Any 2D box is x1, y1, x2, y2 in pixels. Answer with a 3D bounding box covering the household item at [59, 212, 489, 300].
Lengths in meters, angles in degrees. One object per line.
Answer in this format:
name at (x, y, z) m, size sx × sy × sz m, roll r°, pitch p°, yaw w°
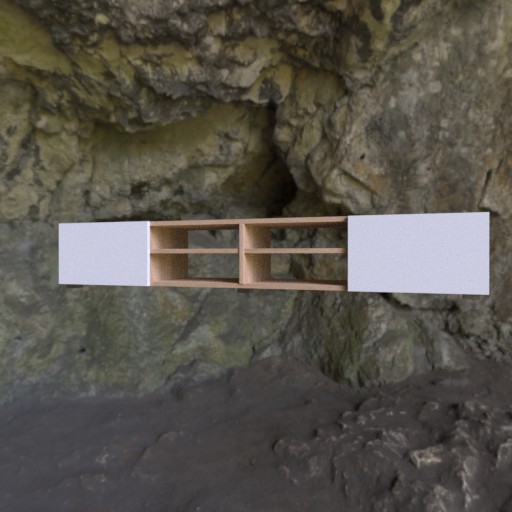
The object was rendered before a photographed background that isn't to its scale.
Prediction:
household item at (0.000, 0.000, 2.035) m, size 1.850 × 0.310 × 0.420 m, roll 0°, pitch 0°, yaw 18°
